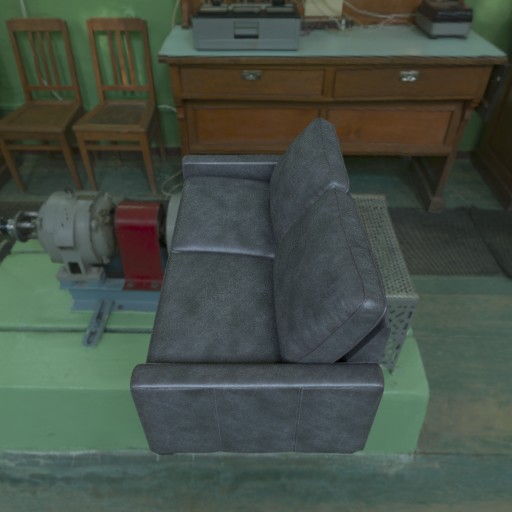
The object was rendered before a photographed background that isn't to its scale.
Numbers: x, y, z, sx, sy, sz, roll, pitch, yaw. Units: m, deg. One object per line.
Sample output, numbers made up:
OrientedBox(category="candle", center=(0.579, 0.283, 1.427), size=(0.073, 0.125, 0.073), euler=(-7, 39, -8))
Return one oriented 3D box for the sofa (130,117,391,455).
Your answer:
OrientedBox(category="sofa", center=(0.000, 0.000, 2.307), size=(0.939, 0.916, 1.732), euler=(0, 42, 0))
